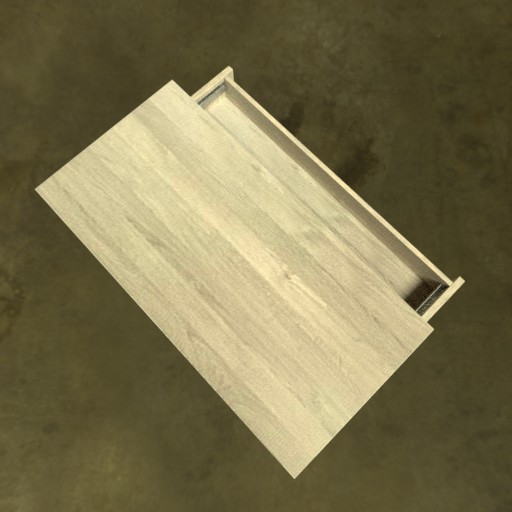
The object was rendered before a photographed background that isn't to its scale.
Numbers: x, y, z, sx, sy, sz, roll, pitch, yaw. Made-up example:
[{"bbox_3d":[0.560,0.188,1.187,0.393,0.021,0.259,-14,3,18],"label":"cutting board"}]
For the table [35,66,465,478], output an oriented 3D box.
[{"bbox_3d":[0.000,0.000,1.454,0.712,0.570,1.000,-43,79,-10],"label":"table"}]
